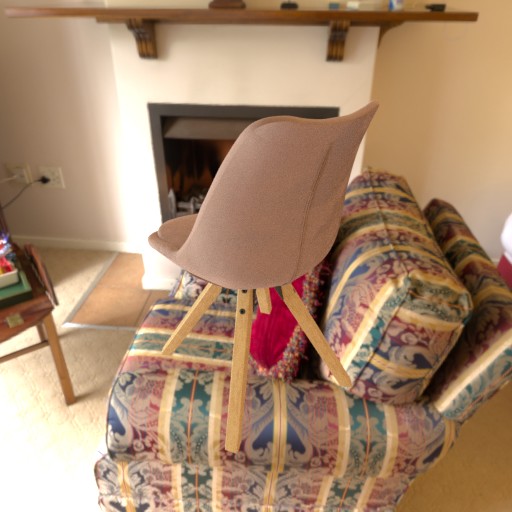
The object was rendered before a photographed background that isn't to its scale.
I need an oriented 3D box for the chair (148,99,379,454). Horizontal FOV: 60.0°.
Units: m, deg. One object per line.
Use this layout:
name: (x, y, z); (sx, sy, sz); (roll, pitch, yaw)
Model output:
chair: (0.000, 0.000, 1.165); (0.485, 0.850, 0.550); (-19, 36, -28)
